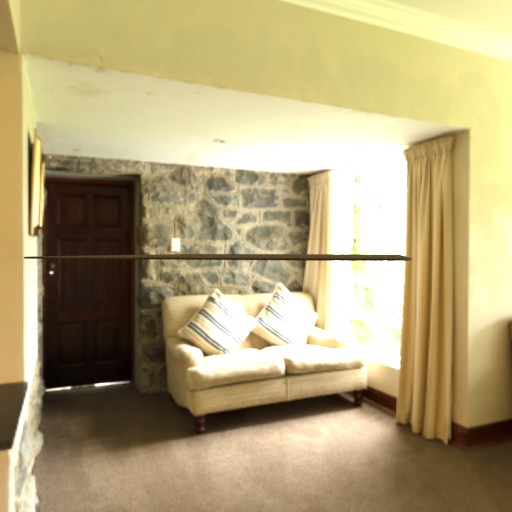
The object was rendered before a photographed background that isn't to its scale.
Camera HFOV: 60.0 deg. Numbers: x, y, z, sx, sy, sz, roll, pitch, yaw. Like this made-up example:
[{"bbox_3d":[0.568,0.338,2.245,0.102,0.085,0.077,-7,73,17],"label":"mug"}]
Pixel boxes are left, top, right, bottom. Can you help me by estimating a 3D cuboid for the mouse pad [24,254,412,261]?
[{"bbox_3d":[0.000,0.000,0.620,0.393,0.002,0.451,0,1,17],"label":"mouse pad"}]
